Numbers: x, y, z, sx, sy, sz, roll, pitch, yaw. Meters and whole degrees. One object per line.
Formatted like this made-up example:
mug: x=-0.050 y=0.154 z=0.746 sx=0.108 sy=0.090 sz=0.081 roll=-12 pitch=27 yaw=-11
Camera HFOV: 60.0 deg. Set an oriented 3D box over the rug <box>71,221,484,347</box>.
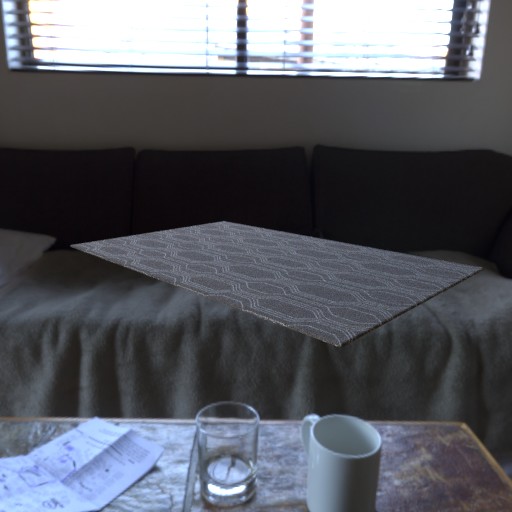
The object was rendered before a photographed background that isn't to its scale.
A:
rug: x=0.000 y=0.000 z=3.054 sx=2.457 sy=0.012 sz=1.541 roll=14 pitch=20 yaw=43
